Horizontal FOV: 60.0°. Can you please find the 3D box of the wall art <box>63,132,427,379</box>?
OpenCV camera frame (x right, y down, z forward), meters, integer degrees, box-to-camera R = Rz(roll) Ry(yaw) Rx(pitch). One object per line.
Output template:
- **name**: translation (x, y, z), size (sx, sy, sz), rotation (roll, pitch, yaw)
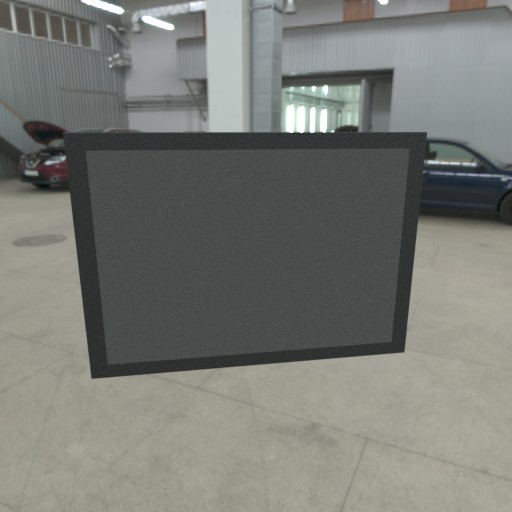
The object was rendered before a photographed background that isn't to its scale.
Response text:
- **wall art**: translation (0.000, 0.000, 0.569), size (0.432, 0.306, 0.016), rotation (-3, 16, -9)
